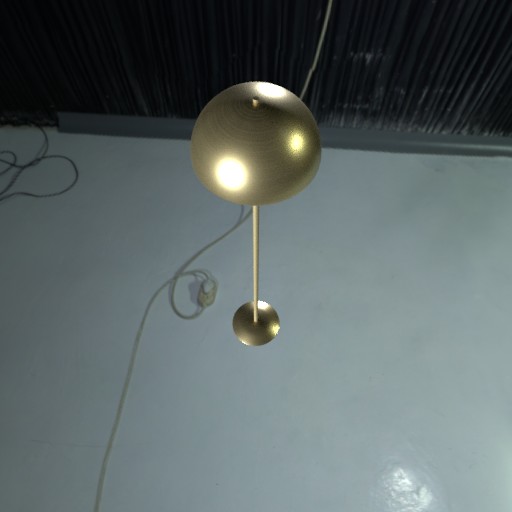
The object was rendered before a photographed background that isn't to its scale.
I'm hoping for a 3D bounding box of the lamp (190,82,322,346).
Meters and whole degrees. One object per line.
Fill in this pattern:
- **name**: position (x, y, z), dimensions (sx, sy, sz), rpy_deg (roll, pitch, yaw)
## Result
- **lamp**: position (0.000, 0.000, 1.620), dimensions (0.328, 1.480, 0.328), rpy_deg (-1, 62, -1)
